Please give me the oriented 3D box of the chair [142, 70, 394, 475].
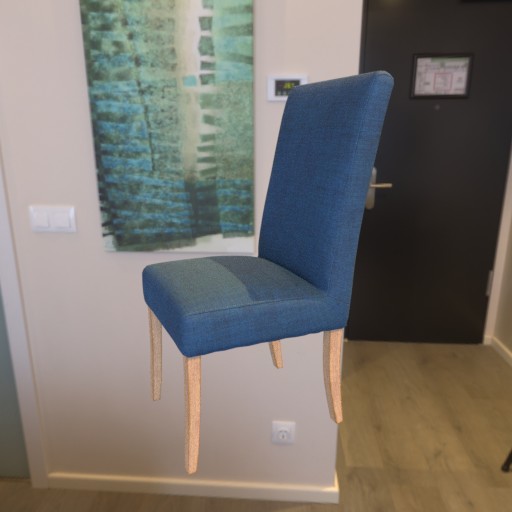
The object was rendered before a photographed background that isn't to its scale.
[{"bbox_3d":[0.000,0.000,1.342,0.610,1.029,0.450,-7,17,-26],"label":"chair"}]
